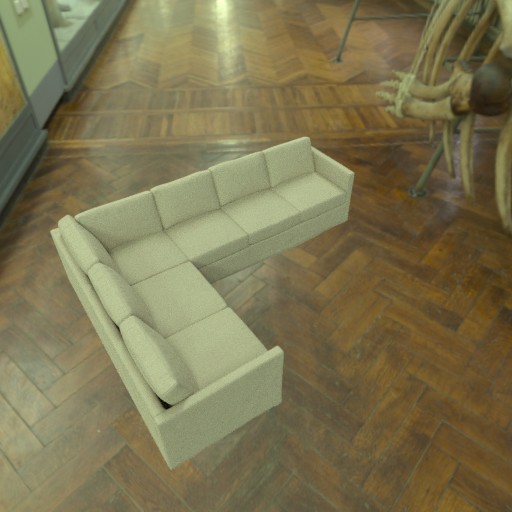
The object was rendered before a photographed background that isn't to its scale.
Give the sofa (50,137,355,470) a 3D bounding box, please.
[{"bbox_3d":[0.000,0.000,4.362,3.182,0.871,2.432,-25,47,-25],"label":"sofa"}]
